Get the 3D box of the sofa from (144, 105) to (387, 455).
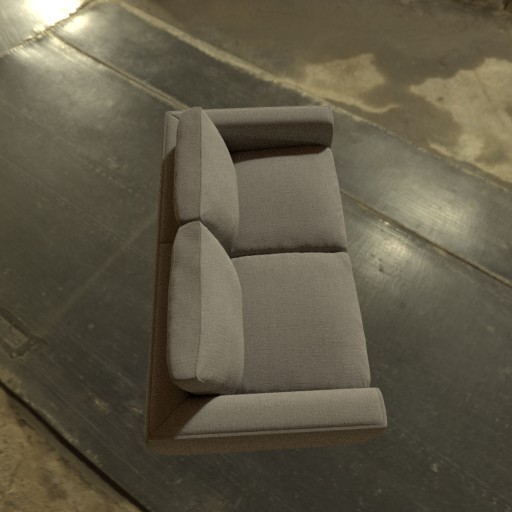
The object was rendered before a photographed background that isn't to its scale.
[{"bbox_3d":[0.000,0.000,2.433,1.069,0.800,1.920,-3,62,-1],"label":"sofa"}]
